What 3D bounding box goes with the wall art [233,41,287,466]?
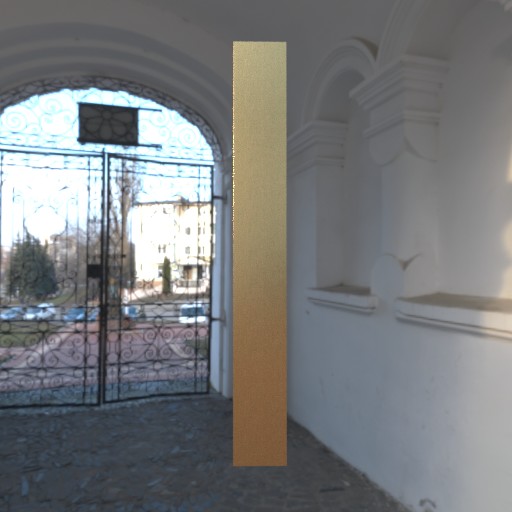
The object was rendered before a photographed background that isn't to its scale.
[{"bbox_3d":[0.000,0.000,0.470,0.038,0.304,0.304,0,-1,-1],"label":"wall art"}]
